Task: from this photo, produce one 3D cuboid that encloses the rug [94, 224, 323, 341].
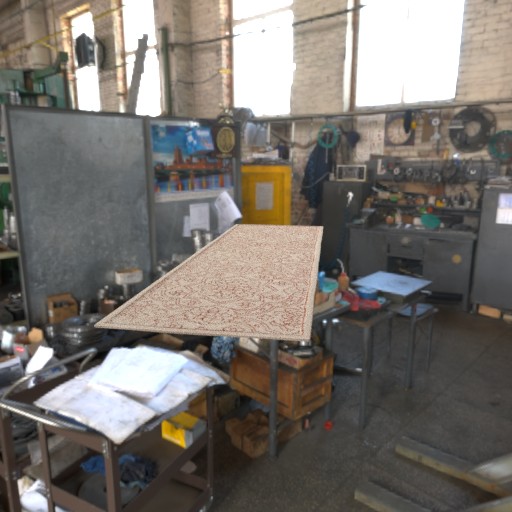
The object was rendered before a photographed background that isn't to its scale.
[{"bbox_3d":[0.000,0.000,2.686,0.769,0.012,2.448,2,13,9],"label":"rug"}]
